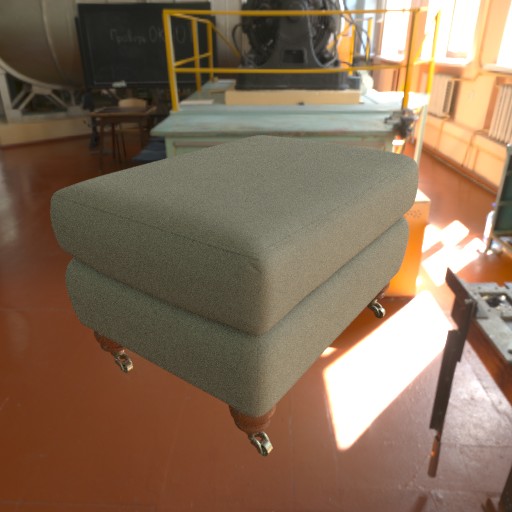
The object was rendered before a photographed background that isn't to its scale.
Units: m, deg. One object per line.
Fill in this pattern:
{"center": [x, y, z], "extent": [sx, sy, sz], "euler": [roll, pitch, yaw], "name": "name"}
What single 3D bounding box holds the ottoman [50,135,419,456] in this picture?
{"center": [0.000, 0.000, 1.140], "extent": [0.569, 0.504, 0.773], "euler": [17, 31, 32], "name": "ottoman"}
